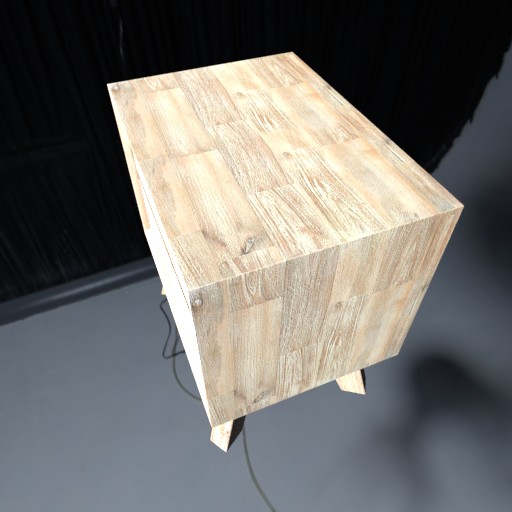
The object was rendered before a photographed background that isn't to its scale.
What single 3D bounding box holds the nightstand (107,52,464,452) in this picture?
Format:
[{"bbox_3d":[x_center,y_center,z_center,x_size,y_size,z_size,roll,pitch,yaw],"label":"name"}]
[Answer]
[{"bbox_3d":[0.000,0.000,0.949,0.396,0.589,0.552,-17,49,-15],"label":"nightstand"}]
